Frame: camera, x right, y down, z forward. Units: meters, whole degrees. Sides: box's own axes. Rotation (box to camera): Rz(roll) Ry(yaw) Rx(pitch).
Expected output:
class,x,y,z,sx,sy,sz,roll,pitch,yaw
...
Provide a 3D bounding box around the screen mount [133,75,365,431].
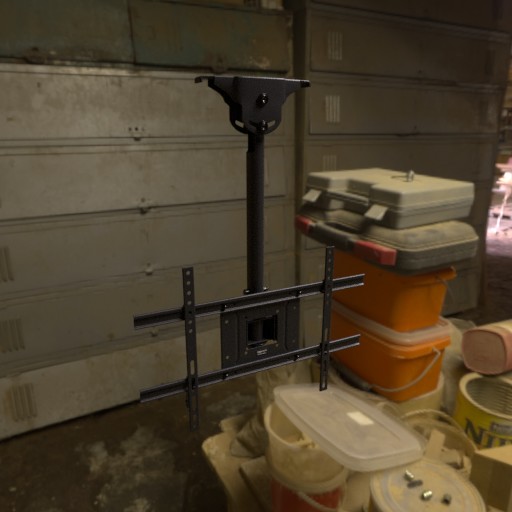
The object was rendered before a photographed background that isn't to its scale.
class,x,y,z,sx,sy,sz,roll,pitch,yaw
screen mount,0.000,0.000,1.039,0.595,0.775,0.090,-8,18,-26
